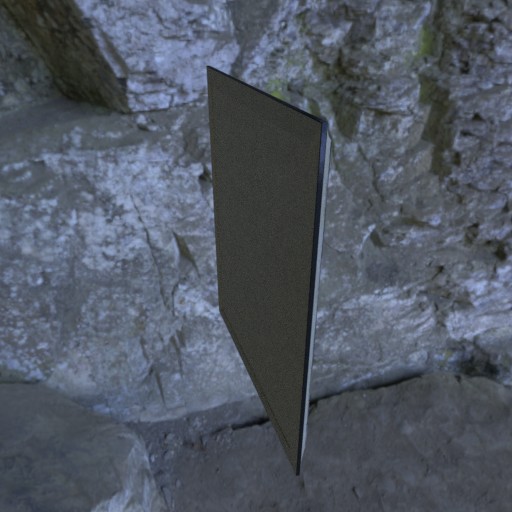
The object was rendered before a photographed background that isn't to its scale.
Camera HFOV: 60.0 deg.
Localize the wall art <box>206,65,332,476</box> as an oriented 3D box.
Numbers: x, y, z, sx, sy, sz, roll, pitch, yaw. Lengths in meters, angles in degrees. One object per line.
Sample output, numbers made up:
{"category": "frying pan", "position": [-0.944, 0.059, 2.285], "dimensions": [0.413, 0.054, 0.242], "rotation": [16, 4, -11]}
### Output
{"category": "wall art", "position": [0.000, 0.000, 0.627], "dimensions": [0.023, 0.457, 0.381], "rotation": [-10, 31, -17]}
